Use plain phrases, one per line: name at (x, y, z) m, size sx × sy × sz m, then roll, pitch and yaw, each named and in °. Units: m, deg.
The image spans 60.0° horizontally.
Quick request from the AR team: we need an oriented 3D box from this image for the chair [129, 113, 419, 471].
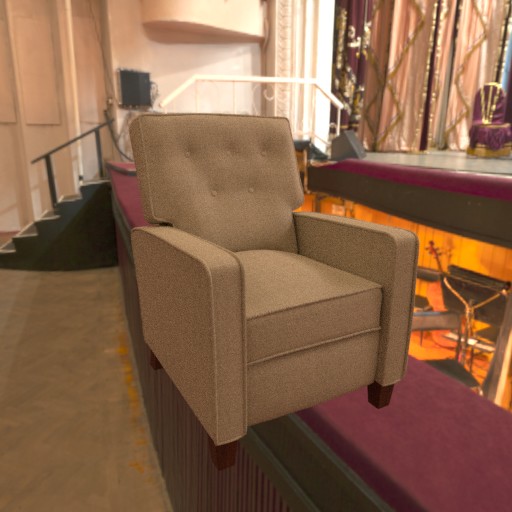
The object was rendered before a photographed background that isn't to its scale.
chair at (0.000, 0.000, 1.420) m, size 0.648 × 0.888 × 0.754 m, roll -8°, pitch 18°, yaw -27°
